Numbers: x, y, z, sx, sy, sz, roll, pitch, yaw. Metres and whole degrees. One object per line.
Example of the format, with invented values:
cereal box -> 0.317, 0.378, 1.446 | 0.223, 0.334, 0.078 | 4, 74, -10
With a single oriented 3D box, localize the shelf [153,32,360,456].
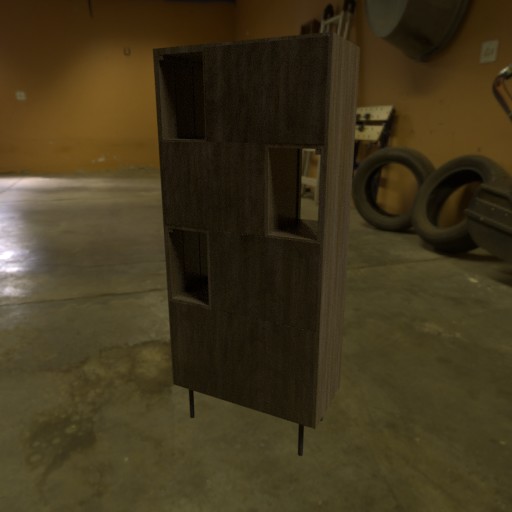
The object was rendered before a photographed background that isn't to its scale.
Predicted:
shelf -> 0.000, 0.000, 1.800 | 0.670, 1.545, 0.323 | 8, 18, 26
